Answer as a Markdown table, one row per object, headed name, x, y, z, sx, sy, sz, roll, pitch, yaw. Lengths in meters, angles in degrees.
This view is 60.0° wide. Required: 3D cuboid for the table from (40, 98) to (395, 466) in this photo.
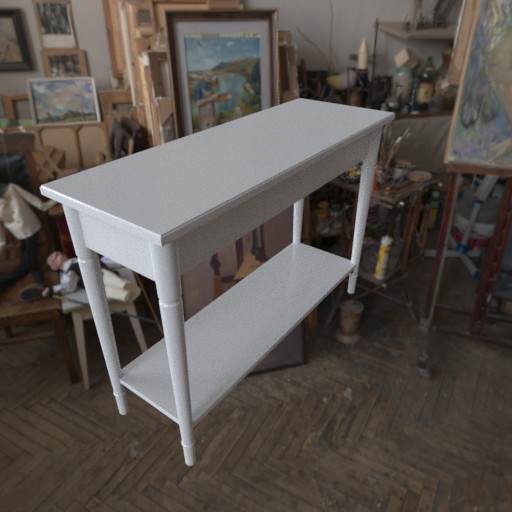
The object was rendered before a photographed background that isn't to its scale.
| name | x | y | z | sx | sy | sz | roll | pitch | yaw |
| --- | --- | --- | --- | --- | --- | --- | --- | --- | --- |
| table | 0.000 | 0.000 | 1.426 | 0.381 | 0.749 | 1.067 | 21 | 38 | 31 |
